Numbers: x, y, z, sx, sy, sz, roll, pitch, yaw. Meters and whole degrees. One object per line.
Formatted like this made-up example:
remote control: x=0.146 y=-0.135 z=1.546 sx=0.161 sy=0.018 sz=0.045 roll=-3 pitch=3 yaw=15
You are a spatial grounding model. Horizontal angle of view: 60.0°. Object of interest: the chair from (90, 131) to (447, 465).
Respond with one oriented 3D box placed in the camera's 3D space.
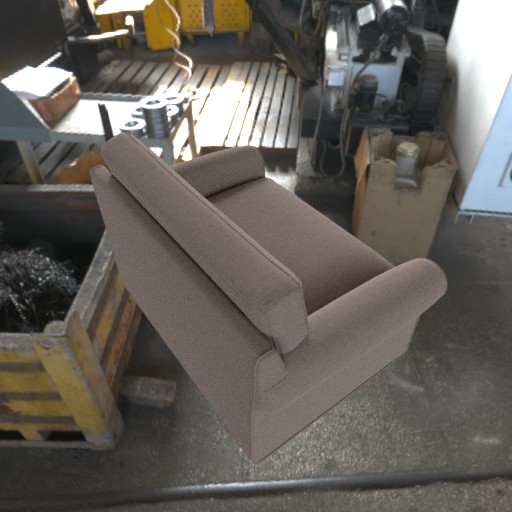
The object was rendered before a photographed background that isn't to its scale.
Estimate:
chair: x=0.000 y=0.000 z=2.010 sx=0.930 sy=0.930 sz=1.390 roll=-26 pitch=48 yaw=-26
